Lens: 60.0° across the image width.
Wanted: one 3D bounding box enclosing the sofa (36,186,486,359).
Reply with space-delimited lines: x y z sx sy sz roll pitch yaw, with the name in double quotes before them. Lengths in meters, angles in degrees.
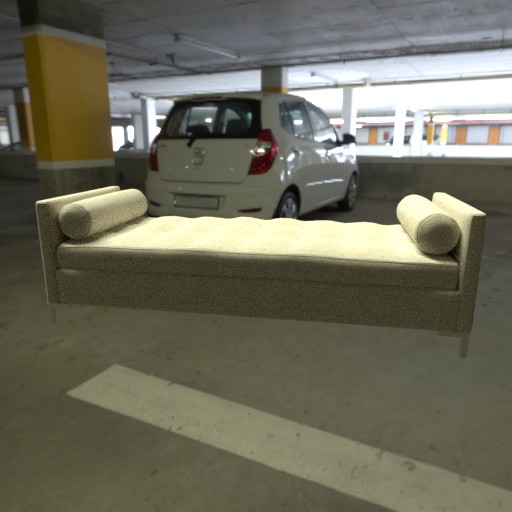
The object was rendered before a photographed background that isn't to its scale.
"sofa" 0.000 0.000 2.442 2.102 0.655 0.797 3 15 10
